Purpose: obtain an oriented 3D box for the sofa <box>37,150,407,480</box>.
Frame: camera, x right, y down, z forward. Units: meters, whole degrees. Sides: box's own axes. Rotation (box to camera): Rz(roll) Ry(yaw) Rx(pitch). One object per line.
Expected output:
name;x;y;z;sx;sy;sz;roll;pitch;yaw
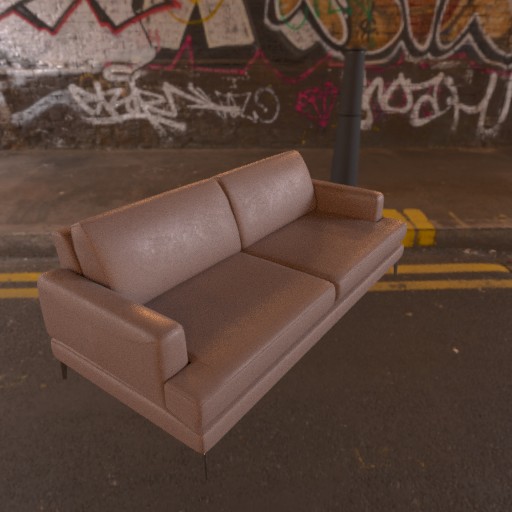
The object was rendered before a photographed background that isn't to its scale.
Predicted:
sofa;0.000;0.000;2.334;0.974;0.765;1.940;18;31;32
